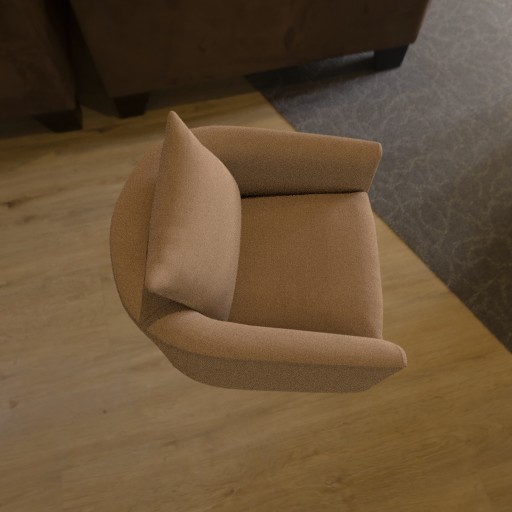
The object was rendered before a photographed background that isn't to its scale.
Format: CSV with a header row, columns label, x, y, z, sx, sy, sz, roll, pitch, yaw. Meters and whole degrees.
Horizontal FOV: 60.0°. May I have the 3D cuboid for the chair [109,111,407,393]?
label,x,y,z,sx,sy,sz,roll,pitch,yaw
chair,0.000,0.000,1.595,0.910,0.848,0.845,2,65,1
